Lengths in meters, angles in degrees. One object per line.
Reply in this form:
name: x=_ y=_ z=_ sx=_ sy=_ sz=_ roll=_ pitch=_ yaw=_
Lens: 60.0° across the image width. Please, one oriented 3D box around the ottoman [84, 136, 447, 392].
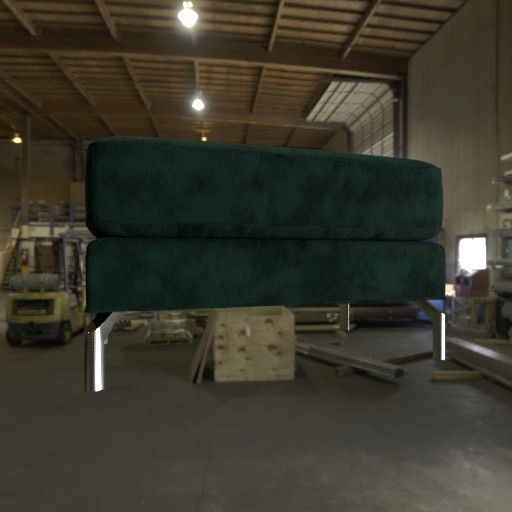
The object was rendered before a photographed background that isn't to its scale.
ottoman: x=0.000 y=0.000 z=1.244 sx=0.886 sy=0.533 sz=0.536 roll=0 pitch=0 yaw=-18
